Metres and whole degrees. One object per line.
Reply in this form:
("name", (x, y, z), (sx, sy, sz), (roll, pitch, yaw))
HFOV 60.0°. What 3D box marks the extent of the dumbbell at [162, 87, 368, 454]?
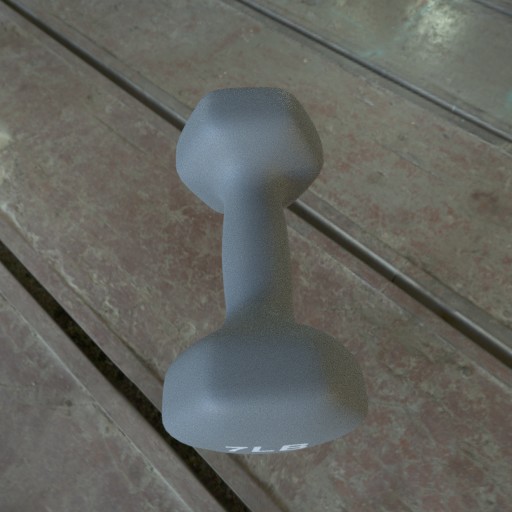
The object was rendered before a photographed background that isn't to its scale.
("dumbbell", (0.000, 0.000, 0.229), (0.090, 0.081, 0.184), (-2, 59, -1))
